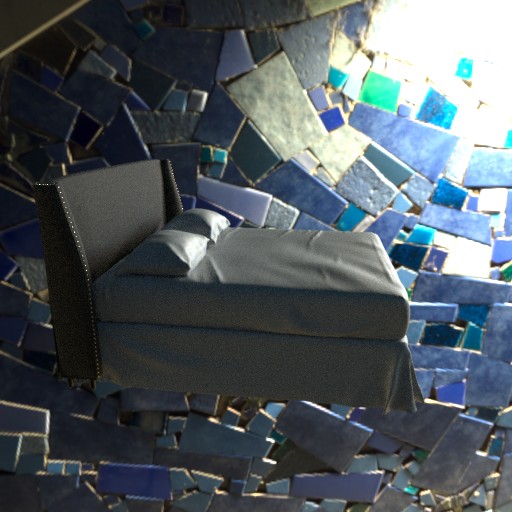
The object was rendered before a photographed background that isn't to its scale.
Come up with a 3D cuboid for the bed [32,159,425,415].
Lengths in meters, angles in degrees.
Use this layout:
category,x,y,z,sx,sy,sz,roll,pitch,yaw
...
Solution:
category,x,y,z,sx,sy,sz,roll,pitch,yaw
bed,0.000,0.000,3.387,2.276,1.332,1.925,2,17,8
